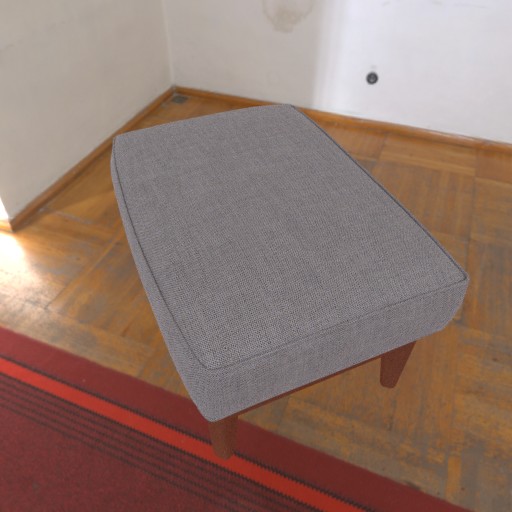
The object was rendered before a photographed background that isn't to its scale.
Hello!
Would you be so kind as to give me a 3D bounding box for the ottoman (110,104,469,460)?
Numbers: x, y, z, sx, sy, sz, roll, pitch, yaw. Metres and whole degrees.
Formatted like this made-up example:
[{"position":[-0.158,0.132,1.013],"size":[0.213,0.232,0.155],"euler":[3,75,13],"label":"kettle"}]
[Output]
[{"position":[0.000,0.000,1.072],"size":[0.555,0.458,0.750],"euler":[-17,48,-16],"label":"ottoman"}]
